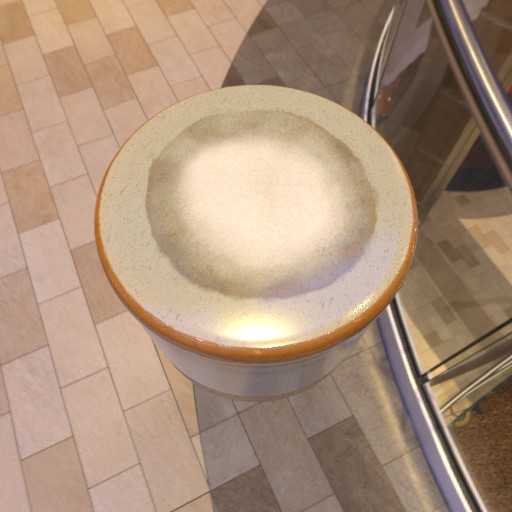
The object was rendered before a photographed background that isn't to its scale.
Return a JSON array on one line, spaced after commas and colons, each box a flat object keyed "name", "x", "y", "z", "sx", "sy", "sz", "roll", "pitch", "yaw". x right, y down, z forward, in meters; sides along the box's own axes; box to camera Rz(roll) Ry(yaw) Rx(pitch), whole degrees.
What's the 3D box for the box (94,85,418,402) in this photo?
[{"name": "box", "x": 0.000, "y": 0.000, "z": 0.210, "sx": 0.123, "sy": 0.100, "sz": 0.123, "roll": 0, "pitch": 63, "yaw": 0}]
